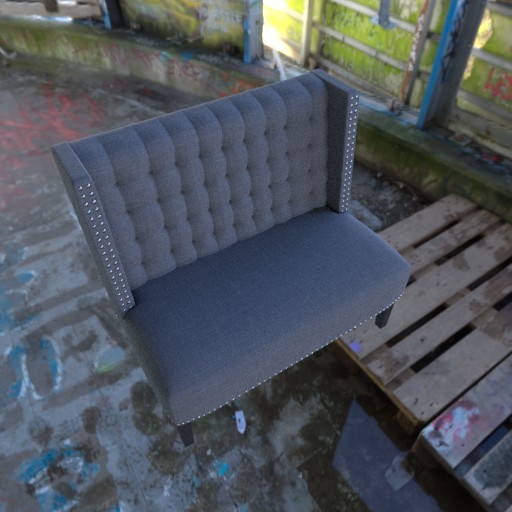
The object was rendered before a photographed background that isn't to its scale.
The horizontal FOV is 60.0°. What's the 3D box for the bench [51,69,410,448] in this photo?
[{"bbox_3d":[0.000,0.000,2.002,1.276,1.121,0.842,-25,51,-22],"label":"bench"}]
